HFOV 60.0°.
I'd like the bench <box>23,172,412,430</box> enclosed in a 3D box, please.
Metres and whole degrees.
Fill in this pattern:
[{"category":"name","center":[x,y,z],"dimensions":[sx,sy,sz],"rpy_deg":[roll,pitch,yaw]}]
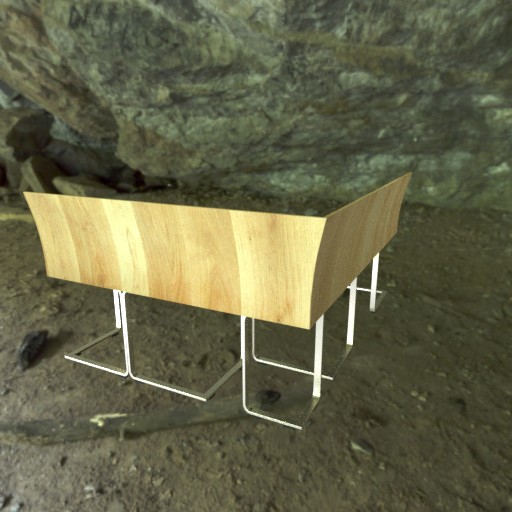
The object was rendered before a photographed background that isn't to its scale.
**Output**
[{"category":"bench","center":[0.000,0.000,2.739],"dimensions":[1.495,0.930,1.945],"rpy_deg":[8,17,26]}]
